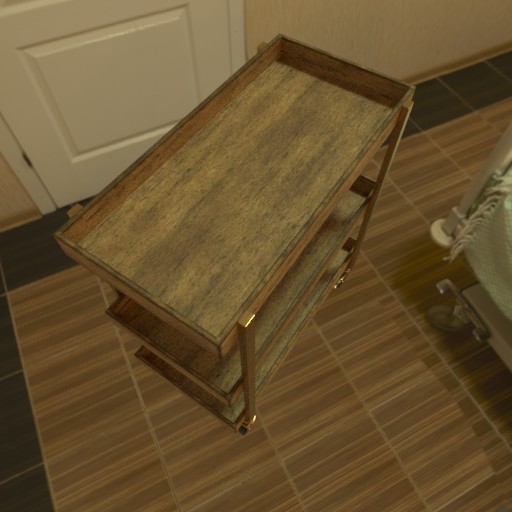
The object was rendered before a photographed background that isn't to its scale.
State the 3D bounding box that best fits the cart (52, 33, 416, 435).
[{"bbox_3d":[0.000,0.000,1.236,0.416,0.799,0.750,30,63,17],"label":"cart"}]
